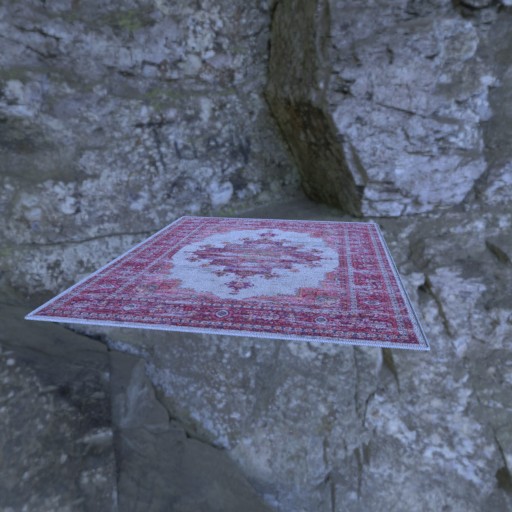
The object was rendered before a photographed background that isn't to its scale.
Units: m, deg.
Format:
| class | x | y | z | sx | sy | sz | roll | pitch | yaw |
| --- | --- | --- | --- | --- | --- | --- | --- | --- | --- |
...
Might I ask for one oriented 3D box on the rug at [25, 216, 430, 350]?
| class | x | y | z | sx | sy | sz | roll | pitch | yaw |
| --- | --- | --- | --- | --- | --- | --- | --- | --- | --- |
| rug | 0.000 | 0.000 | 4.062 | 2.447 | 0.017 | 3.123 | 3 | 17 | 9 |
